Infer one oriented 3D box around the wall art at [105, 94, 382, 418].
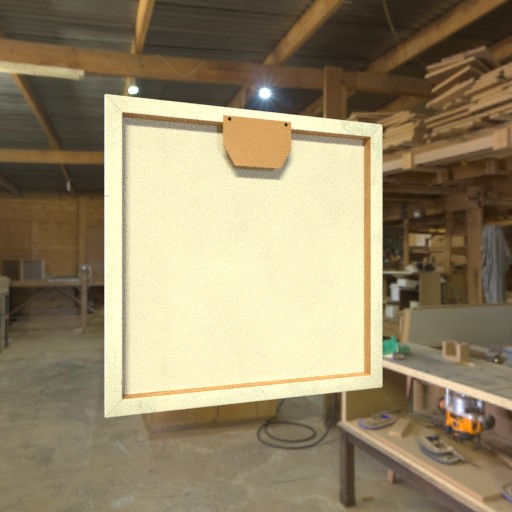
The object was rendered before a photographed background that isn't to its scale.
[{"bbox_3d":[0.000,0.000,0.937,0.605,0.605,0.044,0,0,-19],"label":"wall art"}]
